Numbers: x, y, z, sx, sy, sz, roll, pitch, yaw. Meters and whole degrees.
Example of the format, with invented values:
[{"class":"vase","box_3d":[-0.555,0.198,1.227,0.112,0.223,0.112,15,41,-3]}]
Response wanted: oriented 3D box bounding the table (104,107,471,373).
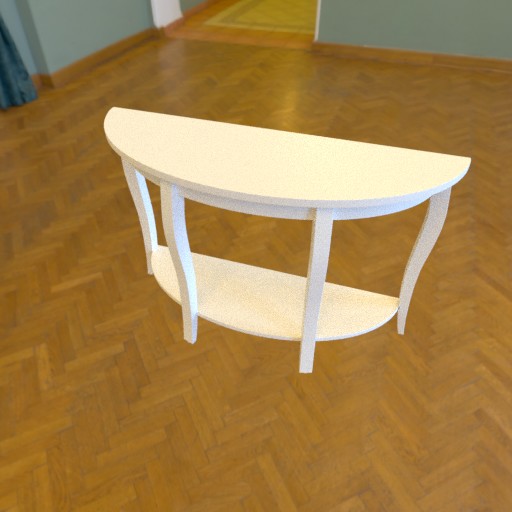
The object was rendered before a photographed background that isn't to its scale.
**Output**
[{"class":"table","box_3d":[0.000,0.000,1.580,1.219,0.780,0.394,12,42,14]}]
